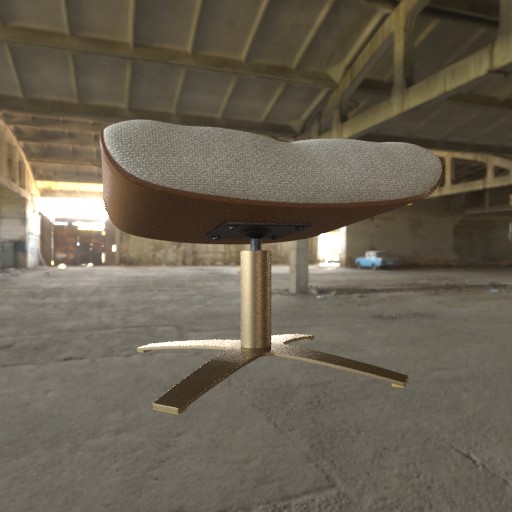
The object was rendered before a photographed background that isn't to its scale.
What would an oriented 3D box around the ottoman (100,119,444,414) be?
[{"bbox_3d":[0.000,0.000,0.793,0.520,0.391,0.394,0,1,-18],"label":"ottoman"}]
